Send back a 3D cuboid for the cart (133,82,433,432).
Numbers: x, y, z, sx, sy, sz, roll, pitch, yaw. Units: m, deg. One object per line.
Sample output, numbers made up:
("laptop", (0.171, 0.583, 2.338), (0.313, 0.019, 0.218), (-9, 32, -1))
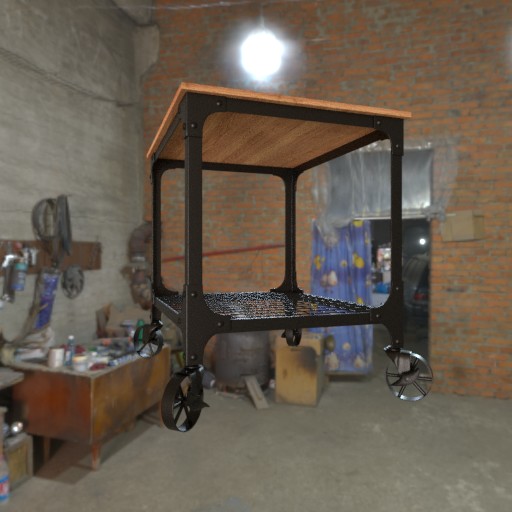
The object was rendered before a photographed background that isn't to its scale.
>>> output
("cart", (0.000, 0.000, 1.124), (0.558, 0.603, 0.666), (0, 0, -20))
